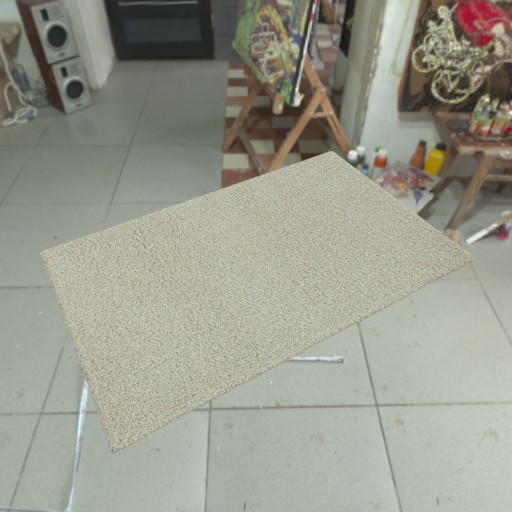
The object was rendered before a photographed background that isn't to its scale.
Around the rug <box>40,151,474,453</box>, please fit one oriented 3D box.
[{"bbox_3d":[0.000,0.000,2.923,2.438,0.030,1.524,-23,49,-21],"label":"rug"}]
